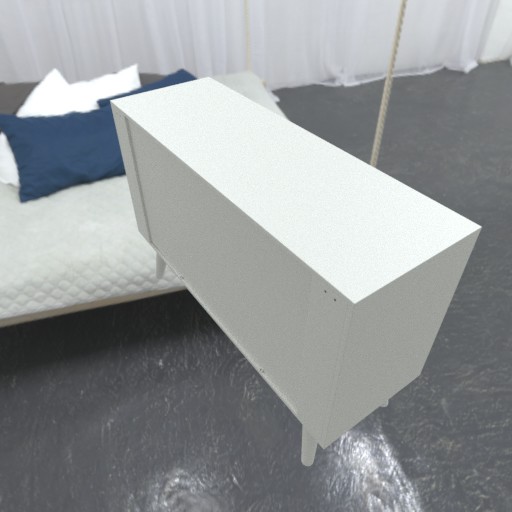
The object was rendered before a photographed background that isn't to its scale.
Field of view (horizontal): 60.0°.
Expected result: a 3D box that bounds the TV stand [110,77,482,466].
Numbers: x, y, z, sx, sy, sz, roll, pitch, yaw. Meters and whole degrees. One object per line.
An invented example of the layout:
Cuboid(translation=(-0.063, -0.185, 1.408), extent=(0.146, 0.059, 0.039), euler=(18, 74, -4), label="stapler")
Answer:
Cuboid(translation=(0.000, 0.000, 1.548), extent=(0.406, 0.812, 1.193), euler=(-25, 47, -26), label="TV stand")
